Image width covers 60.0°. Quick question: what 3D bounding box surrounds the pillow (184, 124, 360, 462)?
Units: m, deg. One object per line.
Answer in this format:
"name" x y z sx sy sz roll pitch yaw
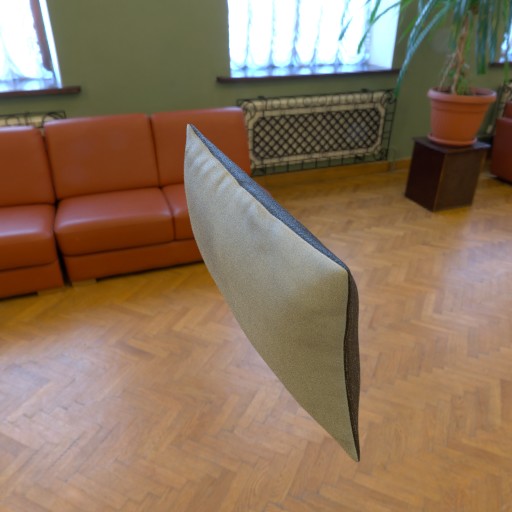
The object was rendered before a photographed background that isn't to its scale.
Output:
"pillow" 0.000 0.000 0.734 0.156 0.305 0.608 -11 32 -18
